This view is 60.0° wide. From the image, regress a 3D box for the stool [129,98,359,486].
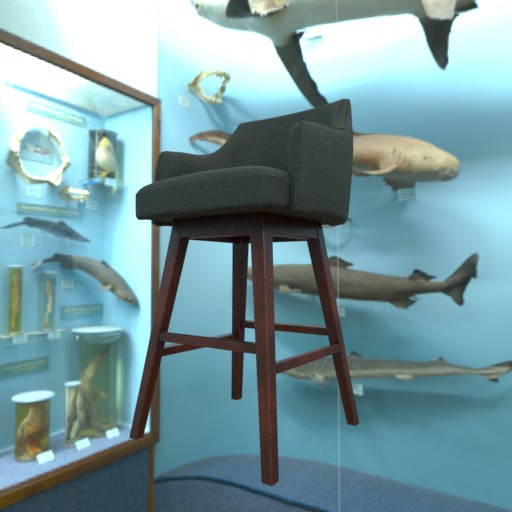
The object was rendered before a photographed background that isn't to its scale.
[{"bbox_3d":[0.000,0.000,1.325,0.548,1.012,0.558,-1,-2,36],"label":"stool"}]
